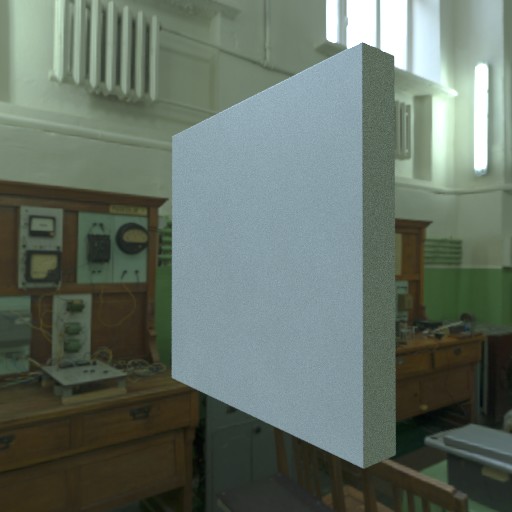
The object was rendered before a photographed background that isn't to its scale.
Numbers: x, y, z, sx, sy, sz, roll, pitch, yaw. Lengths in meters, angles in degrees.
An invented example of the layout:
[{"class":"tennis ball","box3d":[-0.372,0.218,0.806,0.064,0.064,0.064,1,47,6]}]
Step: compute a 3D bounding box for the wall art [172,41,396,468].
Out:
[{"class":"wall art","box3d":[0.000,0.000,0.449,0.038,0.305,0.305,0,-1,-37]}]
